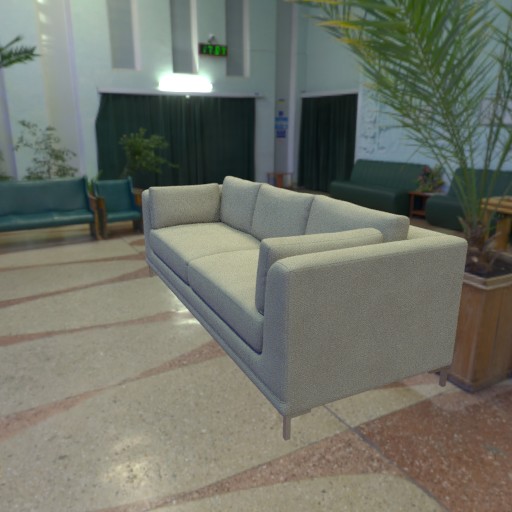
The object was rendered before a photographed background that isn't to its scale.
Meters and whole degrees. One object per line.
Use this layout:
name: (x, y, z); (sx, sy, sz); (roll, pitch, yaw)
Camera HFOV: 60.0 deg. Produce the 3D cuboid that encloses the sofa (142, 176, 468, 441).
sofa: (0.000, 0.000, 2.929); (0.969, 0.867, 2.415); (-8, 18, -25)
